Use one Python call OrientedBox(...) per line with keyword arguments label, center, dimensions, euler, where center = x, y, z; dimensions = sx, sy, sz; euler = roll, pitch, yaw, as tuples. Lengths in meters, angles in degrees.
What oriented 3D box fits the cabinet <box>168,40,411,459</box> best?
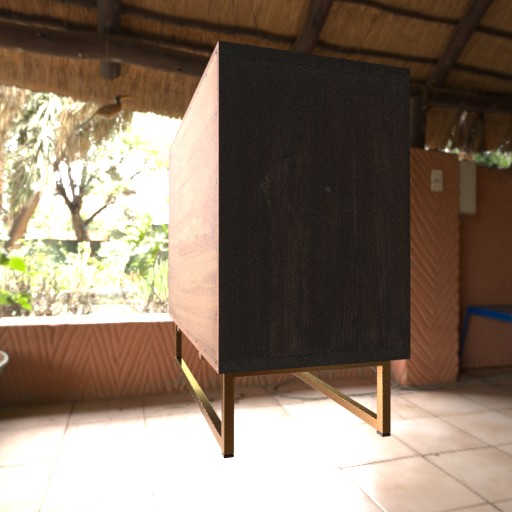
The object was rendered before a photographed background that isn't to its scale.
OrientedBox(label="cabinet", center=(0.000, 0.000, 1.406), dimensions=(0.451, 0.860, 0.950), euler=(0, 0, -17))
